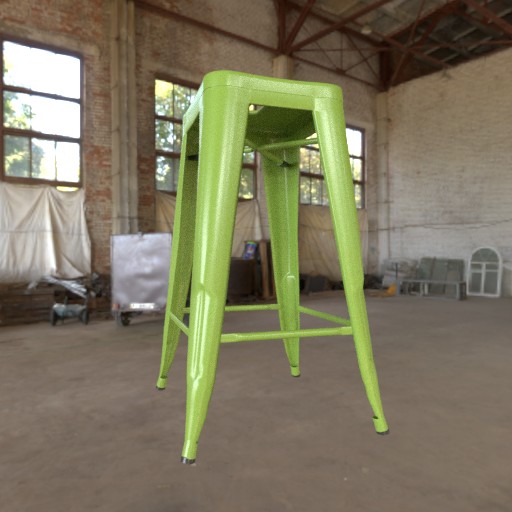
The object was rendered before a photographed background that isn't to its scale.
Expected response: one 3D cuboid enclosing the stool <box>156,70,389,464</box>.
[{"bbox_3d":[0.000,0.000,0.884,0.358,0.609,0.398,0,0,-18],"label":"stool"}]
